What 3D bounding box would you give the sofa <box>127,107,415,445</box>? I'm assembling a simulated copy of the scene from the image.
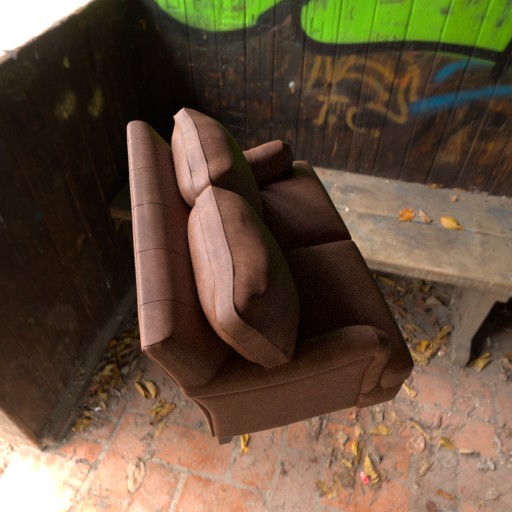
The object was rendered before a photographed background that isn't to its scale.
[{"bbox_3d":[0.000,0.000,2.247,1.077,1.004,1.527,-10,48,-9],"label":"sofa"}]
